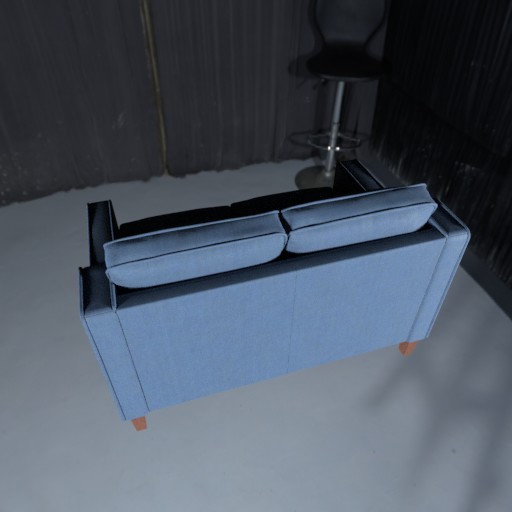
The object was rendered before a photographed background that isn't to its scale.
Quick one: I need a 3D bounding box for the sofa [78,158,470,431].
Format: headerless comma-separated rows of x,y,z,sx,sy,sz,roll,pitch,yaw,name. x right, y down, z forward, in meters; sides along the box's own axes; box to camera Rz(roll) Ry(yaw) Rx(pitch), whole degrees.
0.000,0.000,2.171,1.501,0.971,0.987,-12,43,-13,sofa
